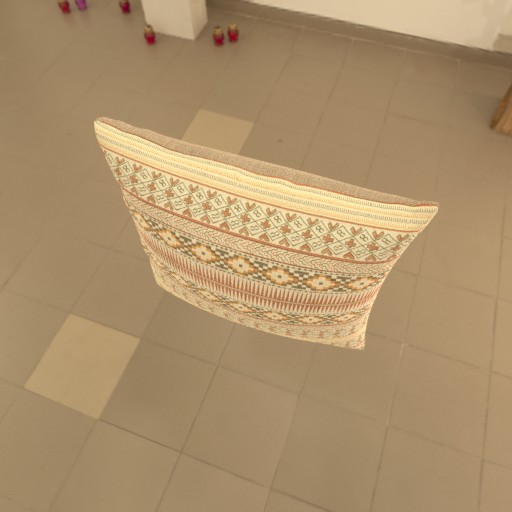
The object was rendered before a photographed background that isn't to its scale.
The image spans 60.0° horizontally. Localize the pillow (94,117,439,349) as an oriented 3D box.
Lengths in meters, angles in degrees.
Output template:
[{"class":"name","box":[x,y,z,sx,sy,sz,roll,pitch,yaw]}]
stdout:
[{"class":"pillow","box":[0.000,0.000,0.834,0.521,0.519,0.215,17,60,10]}]
